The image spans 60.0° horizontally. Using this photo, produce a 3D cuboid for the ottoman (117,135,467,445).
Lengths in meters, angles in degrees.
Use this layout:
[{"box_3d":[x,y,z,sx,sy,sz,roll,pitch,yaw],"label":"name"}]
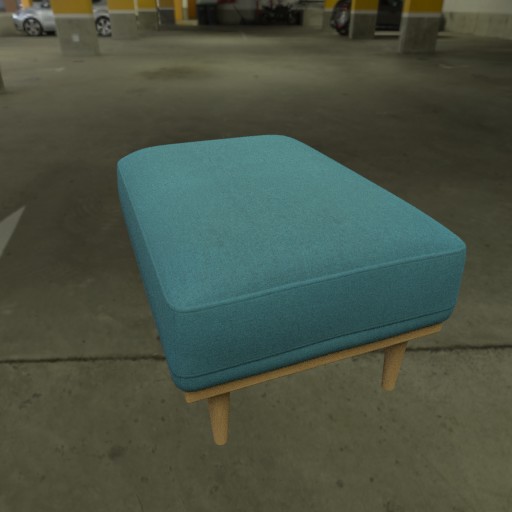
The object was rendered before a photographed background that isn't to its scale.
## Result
[{"box_3d":[0.000,0.000,1.059,0.549,0.428,0.749,-11,31,-18],"label":"ottoman"}]
